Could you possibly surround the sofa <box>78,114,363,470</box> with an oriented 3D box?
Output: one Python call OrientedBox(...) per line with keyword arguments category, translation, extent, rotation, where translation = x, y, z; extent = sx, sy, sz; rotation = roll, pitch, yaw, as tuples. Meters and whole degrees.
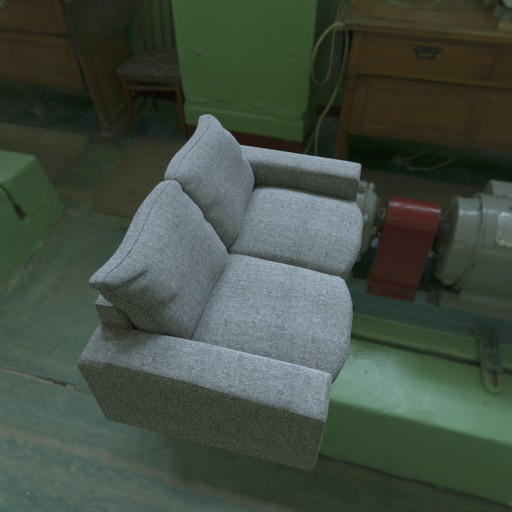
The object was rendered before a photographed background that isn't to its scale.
OrientedBox(category="sofa", translation=(0.000, 0.000, 2.392), extent=(1.094, 0.877, 1.758), rotation=(10, 46, 10))
